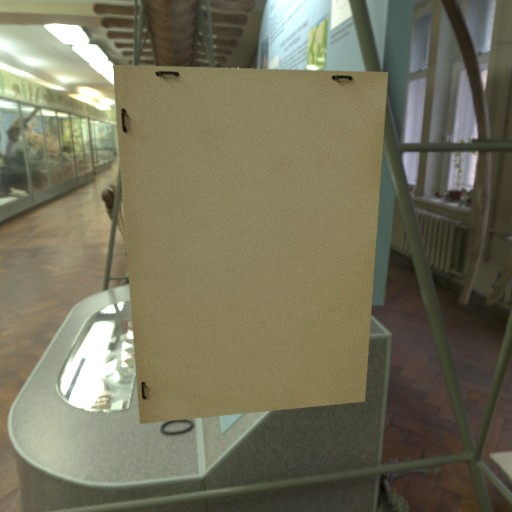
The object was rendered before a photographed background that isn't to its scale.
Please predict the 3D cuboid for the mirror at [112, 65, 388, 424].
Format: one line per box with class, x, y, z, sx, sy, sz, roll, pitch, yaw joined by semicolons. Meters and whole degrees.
mirror;0.000;0.000;0.908;0.507;0.710;0.039;-2;15;-9
